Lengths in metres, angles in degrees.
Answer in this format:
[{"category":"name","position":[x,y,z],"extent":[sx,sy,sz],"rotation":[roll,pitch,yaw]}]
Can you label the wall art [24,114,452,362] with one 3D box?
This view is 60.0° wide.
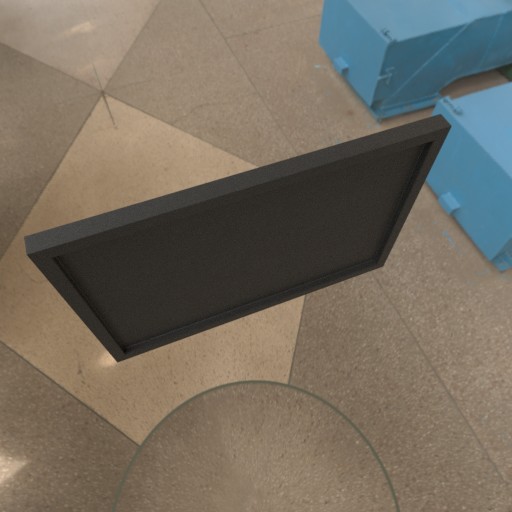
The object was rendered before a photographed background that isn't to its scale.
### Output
[{"category":"wall art","position":[0.000,0.000,0.567],"extent":[0.443,0.301,0.021],"rotation":[-19,60,-11]}]
